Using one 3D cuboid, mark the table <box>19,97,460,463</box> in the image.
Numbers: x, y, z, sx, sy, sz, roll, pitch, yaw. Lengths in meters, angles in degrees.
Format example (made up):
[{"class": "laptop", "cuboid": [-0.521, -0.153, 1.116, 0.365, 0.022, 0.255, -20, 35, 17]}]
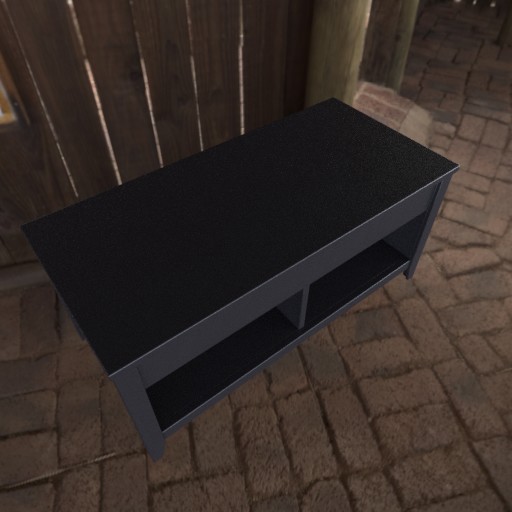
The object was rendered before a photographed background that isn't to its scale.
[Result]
[{"class": "table", "cuboid": [0.000, 0.000, 1.274, 1.016, 0.457, 0.483, -29, 53, -25]}]
